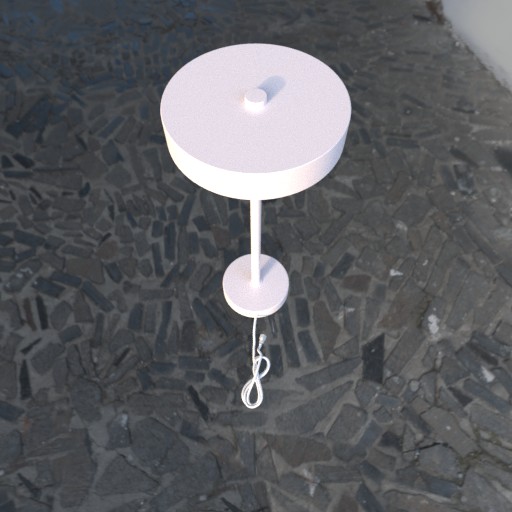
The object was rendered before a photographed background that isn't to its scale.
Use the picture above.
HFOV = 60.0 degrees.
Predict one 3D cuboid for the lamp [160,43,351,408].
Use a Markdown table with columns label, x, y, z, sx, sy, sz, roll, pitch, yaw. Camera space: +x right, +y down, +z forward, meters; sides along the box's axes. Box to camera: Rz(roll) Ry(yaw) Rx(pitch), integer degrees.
| label | x | y | z | sx | sy | sz | roll | pitch | yaw |
| --- | --- | --- | --- | --- | --- | --- | --- | --- | --- |
| lamp | 0.000 | 0.000 | 0.708 | 0.229 | 0.508 | 0.369 | 0 | 59 | 0 |
